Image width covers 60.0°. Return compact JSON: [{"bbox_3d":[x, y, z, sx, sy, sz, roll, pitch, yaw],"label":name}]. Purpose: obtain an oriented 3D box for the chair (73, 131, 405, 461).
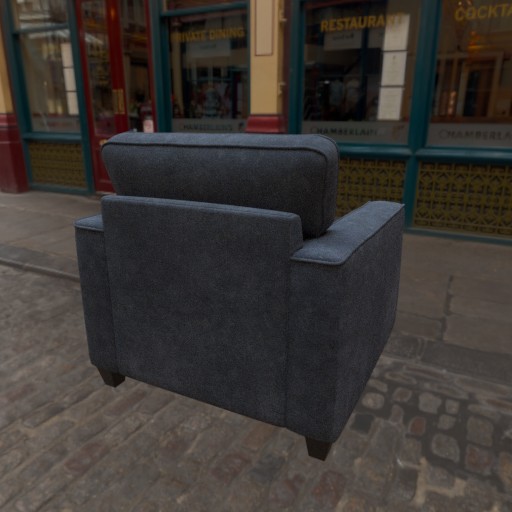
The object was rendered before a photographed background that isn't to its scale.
[{"bbox_3d":[0.000,0.000,1.779,1.015,0.965,0.939,9,19,26],"label":"chair"}]
